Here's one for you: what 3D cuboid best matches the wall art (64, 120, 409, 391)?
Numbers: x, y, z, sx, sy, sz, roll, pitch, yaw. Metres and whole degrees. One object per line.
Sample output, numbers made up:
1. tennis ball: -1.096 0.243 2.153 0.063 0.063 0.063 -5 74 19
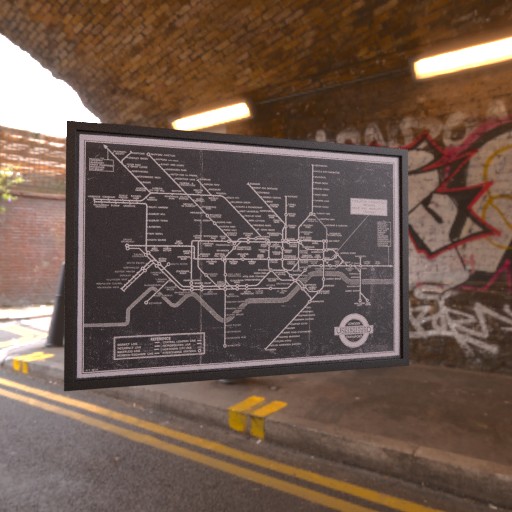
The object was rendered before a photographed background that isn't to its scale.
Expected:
1. wall art: 0.000 0.000 1.497 1.192 0.811 0.013 0 -1 -17
